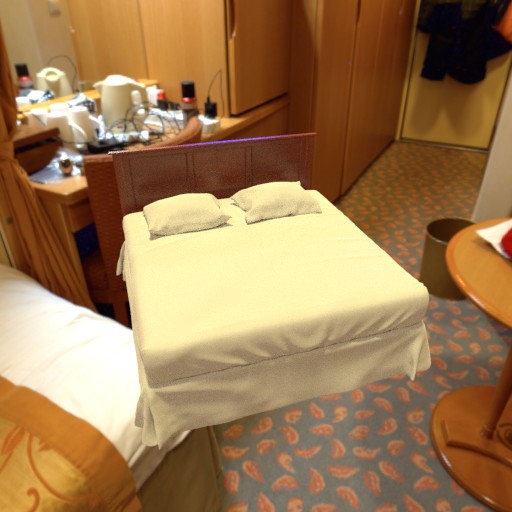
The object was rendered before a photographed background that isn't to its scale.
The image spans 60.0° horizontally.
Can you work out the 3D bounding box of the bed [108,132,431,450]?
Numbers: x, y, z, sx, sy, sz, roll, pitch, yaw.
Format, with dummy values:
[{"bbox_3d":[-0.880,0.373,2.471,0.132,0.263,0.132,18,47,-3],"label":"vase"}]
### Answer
[{"bbox_3d":[0.000,0.000,3.644,2.314,1.271,2.219,-9,33,-15],"label":"bed"}]
